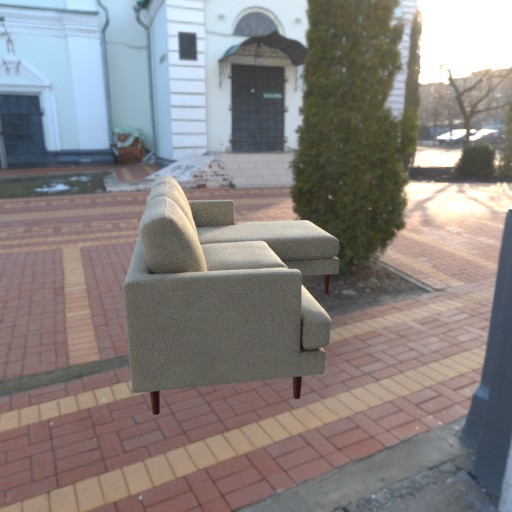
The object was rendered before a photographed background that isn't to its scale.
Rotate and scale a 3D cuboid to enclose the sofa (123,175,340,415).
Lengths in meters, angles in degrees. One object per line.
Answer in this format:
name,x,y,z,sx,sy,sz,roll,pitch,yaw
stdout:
sofa,0.000,0.000,3.009,1.504,0.956,2.233,-3,16,-10
